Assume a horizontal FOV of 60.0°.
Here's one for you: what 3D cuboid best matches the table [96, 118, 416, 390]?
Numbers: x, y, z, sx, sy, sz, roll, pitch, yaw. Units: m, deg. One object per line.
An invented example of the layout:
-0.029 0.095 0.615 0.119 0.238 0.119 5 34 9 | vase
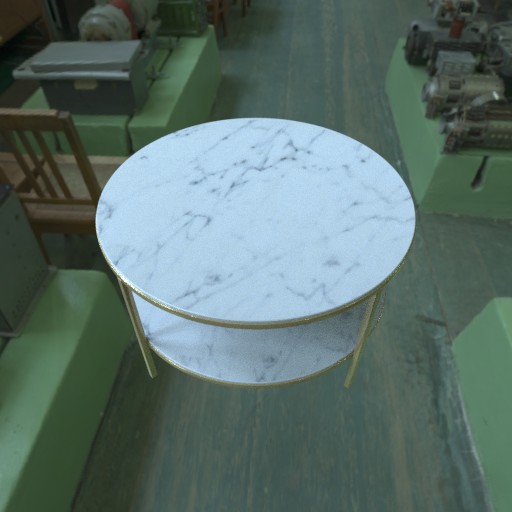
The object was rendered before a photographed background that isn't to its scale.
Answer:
0.000 0.000 1.296 0.800 0.450 0.800 0 46 0 | table
